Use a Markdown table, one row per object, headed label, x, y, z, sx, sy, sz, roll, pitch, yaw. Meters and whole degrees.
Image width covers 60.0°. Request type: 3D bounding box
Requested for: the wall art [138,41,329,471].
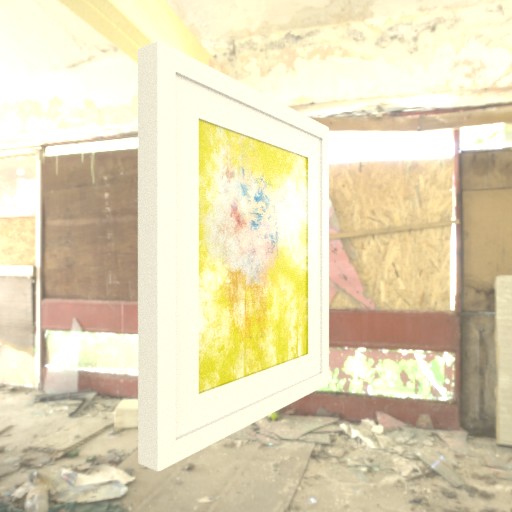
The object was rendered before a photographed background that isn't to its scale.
| label | x | y | z | sx | sy | sz | roll | pitch | yaw |
| --- | --- | --- | --- | --- | --- | --- | --- | --- | --- |
| wall art | 0.000 | 0.000 | 0.531 | 0.028 | 0.381 | 0.331 | 0 | 0 | 36 |
